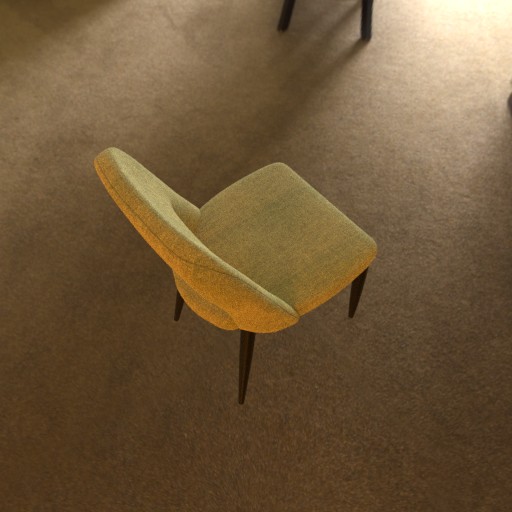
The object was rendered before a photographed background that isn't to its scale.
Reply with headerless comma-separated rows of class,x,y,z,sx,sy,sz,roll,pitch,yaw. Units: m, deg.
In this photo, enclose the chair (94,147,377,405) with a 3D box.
chair,0.000,0.000,1.282,0.612,0.931,0.470,-34,63,-20
